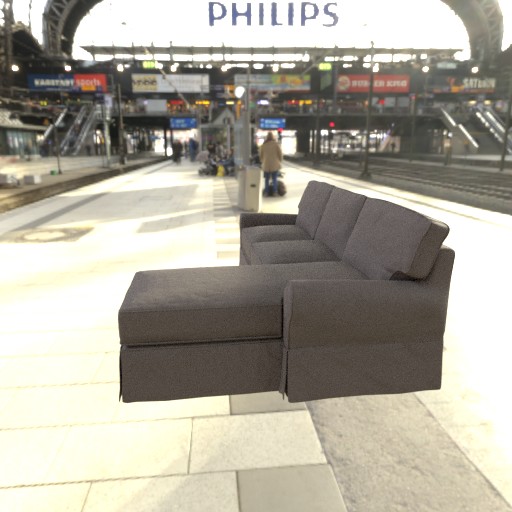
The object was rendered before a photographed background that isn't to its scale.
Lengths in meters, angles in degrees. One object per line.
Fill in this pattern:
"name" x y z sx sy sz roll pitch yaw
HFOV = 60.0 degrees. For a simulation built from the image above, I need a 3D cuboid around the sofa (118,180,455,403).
"sofa" 0.000 0.000 3.338 1.733 0.978 2.475 -2 14 -8
